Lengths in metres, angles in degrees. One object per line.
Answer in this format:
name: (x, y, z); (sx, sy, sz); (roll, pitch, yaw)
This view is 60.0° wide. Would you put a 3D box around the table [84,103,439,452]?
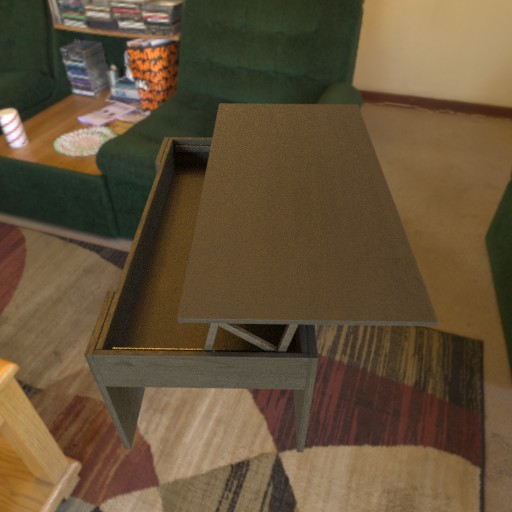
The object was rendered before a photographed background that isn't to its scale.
table: (0.000, 0.000, 1.404); (0.711, 0.570, 1.000); (1, 42, 1)
